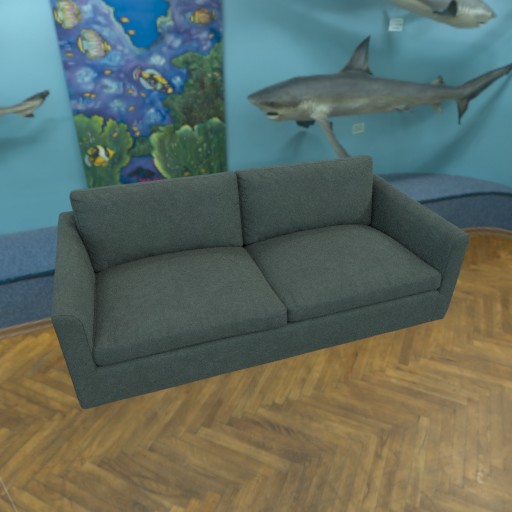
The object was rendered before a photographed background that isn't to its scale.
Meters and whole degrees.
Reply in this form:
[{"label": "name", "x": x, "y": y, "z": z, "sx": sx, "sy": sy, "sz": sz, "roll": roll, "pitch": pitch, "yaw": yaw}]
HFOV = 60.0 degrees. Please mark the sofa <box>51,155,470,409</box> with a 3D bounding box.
[{"label": "sofa", "x": 0.000, "y": 0.000, "z": 2.755, "sx": 2.257, "sy": 0.838, "sz": 1.092, "roll": -10, "pitch": 33, "yaw": -16}]
